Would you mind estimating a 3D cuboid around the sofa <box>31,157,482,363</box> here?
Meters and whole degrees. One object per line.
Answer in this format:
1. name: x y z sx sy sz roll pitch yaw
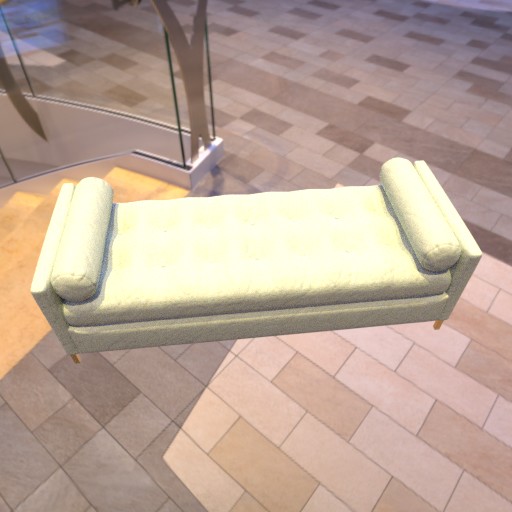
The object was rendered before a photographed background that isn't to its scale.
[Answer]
1. sofa: 0.000 0.000 2.482 2.102 0.705 0.796 -5 47 -4
